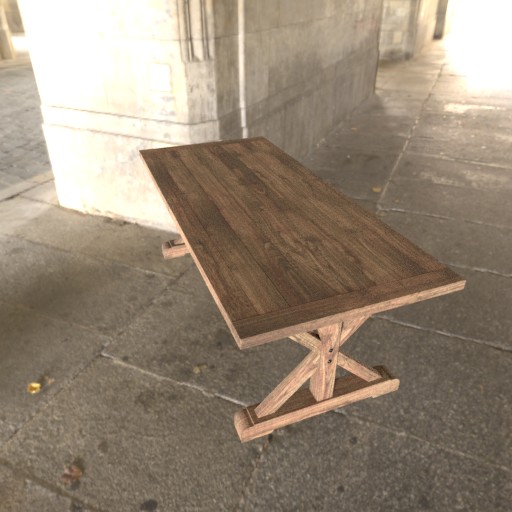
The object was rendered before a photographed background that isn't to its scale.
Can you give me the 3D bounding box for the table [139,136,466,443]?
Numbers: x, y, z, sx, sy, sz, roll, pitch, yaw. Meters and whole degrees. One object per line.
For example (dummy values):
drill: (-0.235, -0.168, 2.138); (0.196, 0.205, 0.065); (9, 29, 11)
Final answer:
table: (0.000, 0.000, 2.528); (0.907, 0.733, 2.031); (-12, 33, -18)
